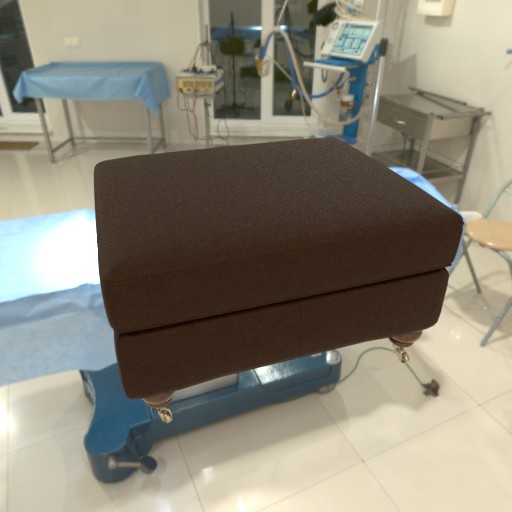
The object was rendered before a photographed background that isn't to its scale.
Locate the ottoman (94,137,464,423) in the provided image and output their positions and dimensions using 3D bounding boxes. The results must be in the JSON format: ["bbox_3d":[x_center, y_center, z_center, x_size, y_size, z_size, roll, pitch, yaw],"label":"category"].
[{"bbox_3d":[0.000,0.000,1.859,1.187,0.730,0.967,-10,33,-15],"label":"ottoman"}]
